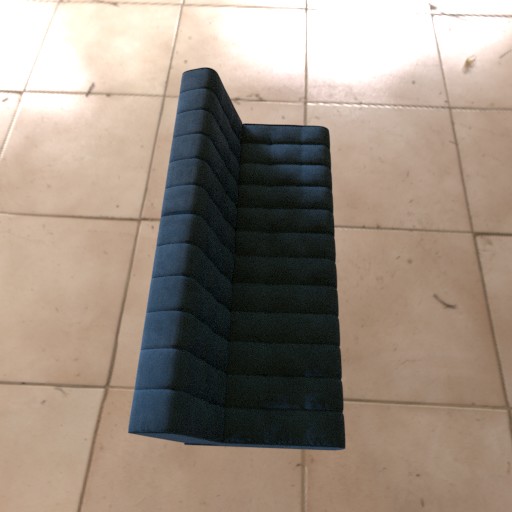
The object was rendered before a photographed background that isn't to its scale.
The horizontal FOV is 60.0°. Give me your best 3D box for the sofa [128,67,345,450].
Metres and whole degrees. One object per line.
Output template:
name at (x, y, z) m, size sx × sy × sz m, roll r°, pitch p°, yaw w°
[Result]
sofa at (0.000, 0.000, 2.295) m, size 0.855 × 0.813 × 1.804 m, roll 2°, pitch 64°, yaw 1°
